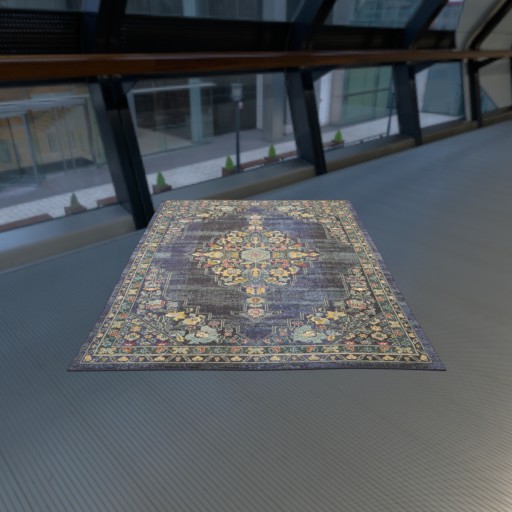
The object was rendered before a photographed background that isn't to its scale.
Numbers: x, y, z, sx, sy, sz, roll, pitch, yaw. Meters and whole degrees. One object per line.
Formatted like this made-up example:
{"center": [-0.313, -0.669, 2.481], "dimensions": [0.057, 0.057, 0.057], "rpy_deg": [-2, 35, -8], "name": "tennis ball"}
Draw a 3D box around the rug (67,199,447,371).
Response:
{"center": [0.000, 0.000, 4.766], "dimensions": [2.716, 0.035, 3.612], "rpy_deg": [0, 27, 0], "name": "rug"}
